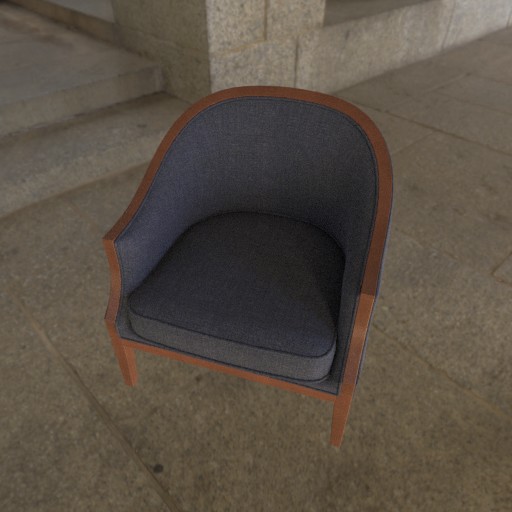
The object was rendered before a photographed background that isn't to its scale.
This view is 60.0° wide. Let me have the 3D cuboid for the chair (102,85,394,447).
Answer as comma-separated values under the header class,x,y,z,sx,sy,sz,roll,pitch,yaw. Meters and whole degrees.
class,x,y,z,sx,sy,sz,roll,pitch,yaw
chair,0.000,0.000,1.471,0.803,0.876,0.735,11,41,13
